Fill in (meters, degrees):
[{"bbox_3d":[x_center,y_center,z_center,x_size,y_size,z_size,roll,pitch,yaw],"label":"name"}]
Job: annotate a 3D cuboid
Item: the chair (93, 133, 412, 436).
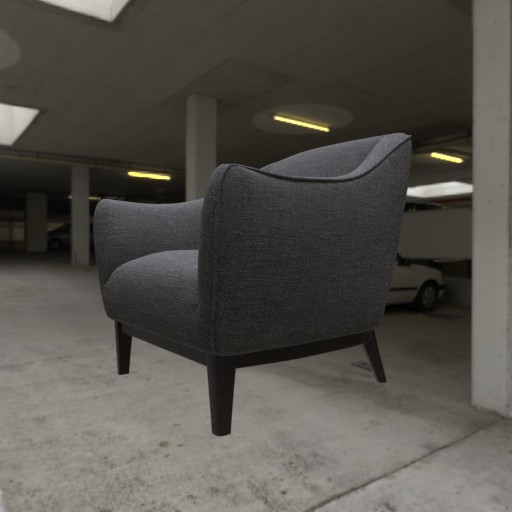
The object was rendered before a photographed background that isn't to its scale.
[{"bbox_3d":[0.000,0.000,1.507,0.851,0.829,0.870,0,1,-37],"label":"chair"}]
